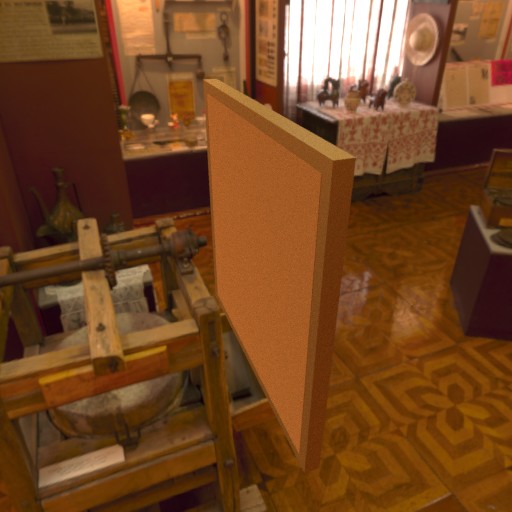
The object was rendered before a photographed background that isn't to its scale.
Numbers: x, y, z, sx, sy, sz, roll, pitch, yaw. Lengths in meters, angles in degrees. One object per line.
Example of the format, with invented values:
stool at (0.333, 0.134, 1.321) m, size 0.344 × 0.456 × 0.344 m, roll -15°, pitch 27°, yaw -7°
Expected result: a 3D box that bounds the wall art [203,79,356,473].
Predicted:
wall art at (0.000, 0.000, 2.946) m, size 0.099 × 1.926 × 1.926 m, roll -11°, pitch 32°, yaw -17°
